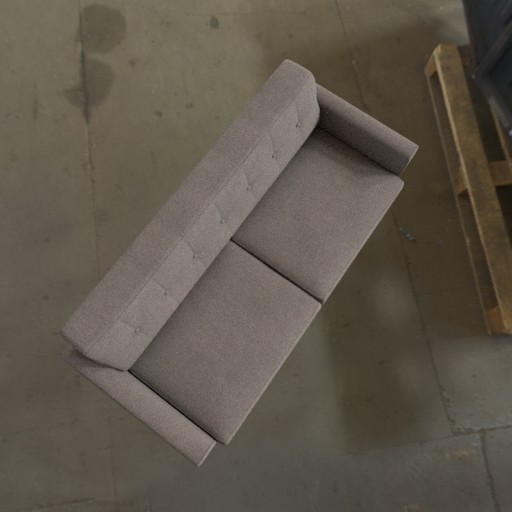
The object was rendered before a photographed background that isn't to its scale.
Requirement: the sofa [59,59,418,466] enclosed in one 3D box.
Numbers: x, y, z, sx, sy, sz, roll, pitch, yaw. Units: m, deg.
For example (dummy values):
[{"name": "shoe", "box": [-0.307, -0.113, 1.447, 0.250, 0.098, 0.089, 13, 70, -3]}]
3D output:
[{"name": "sofa", "box": [0.000, 0.000, 2.459, 0.909, 0.841, 2.029, 35, 77, 9]}]
